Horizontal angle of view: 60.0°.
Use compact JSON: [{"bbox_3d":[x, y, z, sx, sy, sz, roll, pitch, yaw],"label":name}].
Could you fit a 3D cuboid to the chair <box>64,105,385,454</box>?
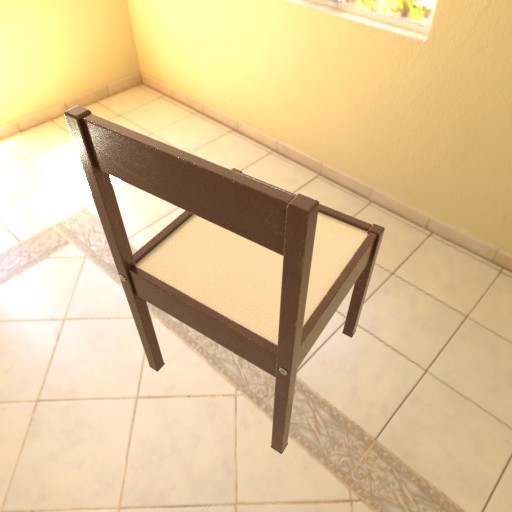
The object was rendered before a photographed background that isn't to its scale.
[{"bbox_3d":[0.000,0.000,0.659,0.285,0.505,0.285,26,51,22],"label":"chair"}]
